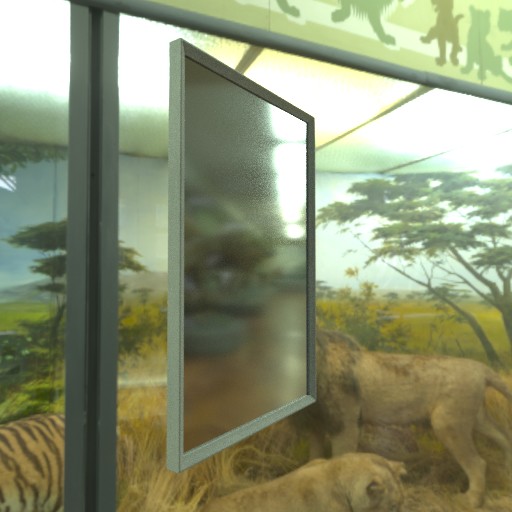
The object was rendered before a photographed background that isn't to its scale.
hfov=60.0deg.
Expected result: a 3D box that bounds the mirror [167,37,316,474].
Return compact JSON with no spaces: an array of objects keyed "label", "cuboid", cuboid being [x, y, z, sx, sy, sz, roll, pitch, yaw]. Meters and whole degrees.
[{"label":"mirror","cuboid":[0.000,0.000,1.188,0.041,0.915,0.609,-1,-2,35]}]
